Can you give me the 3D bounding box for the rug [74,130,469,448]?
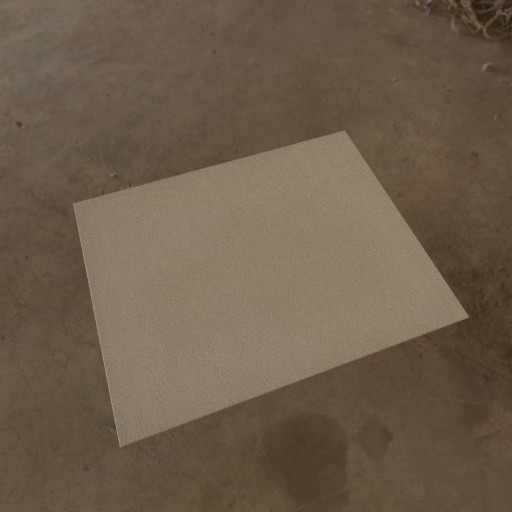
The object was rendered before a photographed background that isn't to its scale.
[{"bbox_3d":[0.000,0.000,3.533,2.584,0.011,2.073,-17,60,-10],"label":"rug"}]
